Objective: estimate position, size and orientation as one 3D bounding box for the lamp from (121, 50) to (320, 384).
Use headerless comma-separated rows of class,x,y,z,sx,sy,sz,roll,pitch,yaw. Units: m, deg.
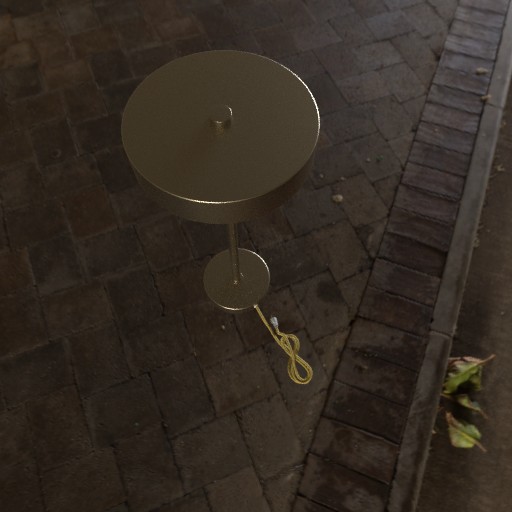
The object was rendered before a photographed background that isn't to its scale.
lamp,0.000,0.000,0.708,0.229,0.508,0.369,-33,68,-15
